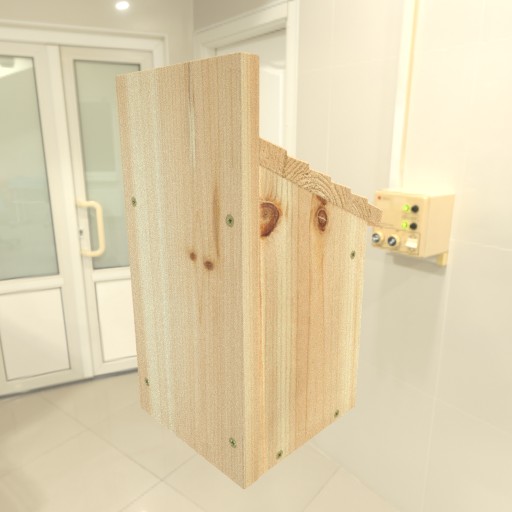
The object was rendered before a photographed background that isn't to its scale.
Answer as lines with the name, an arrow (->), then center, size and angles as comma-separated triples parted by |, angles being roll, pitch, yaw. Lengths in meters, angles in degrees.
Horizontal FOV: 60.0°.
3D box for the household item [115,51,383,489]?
household item -> 0.000, 0.000, 0.397 | 0.171, 0.300, 0.149 | -14, 21, -43
